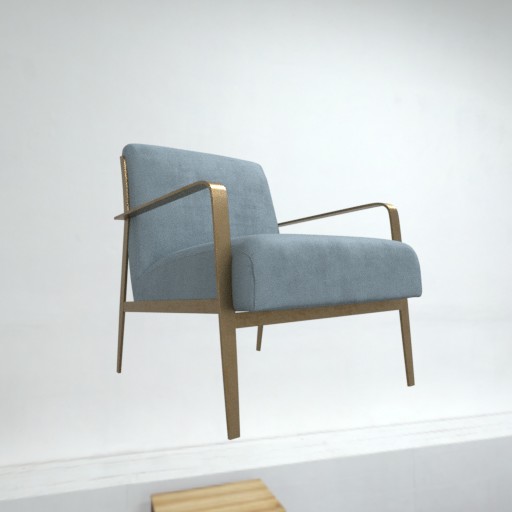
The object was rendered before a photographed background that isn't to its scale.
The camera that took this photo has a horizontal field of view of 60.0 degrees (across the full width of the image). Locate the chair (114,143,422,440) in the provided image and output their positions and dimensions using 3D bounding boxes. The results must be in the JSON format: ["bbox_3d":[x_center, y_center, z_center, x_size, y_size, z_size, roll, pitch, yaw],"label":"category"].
[{"bbox_3d":[0.000,0.000,1.450,0.701,0.824,0.842,0,-1,-37],"label":"chair"}]
